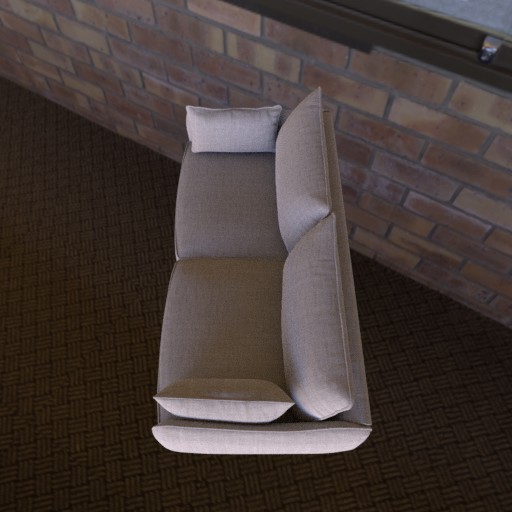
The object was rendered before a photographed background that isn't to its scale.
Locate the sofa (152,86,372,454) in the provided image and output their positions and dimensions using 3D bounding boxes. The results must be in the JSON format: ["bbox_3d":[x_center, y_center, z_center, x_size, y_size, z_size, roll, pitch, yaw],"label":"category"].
[{"bbox_3d":[0.000,0.000,2.459,0.972,0.851,1.989,0,59,0],"label":"sofa"}]
